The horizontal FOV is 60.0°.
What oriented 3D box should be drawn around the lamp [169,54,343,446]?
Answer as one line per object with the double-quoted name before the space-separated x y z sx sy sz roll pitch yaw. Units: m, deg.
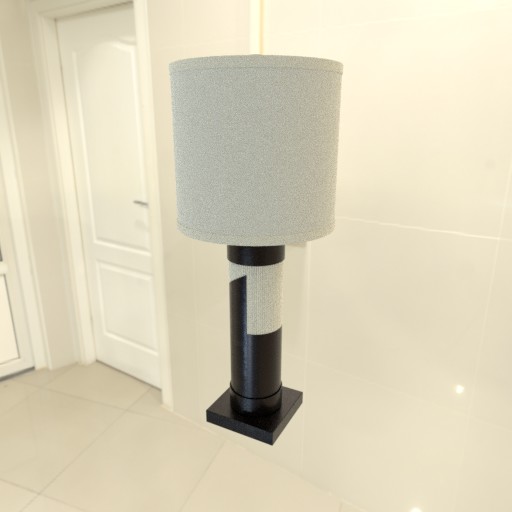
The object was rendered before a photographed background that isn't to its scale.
"lamp" 0.000 0.000 0.614 0.211 0.509 0.211 9 20 27
